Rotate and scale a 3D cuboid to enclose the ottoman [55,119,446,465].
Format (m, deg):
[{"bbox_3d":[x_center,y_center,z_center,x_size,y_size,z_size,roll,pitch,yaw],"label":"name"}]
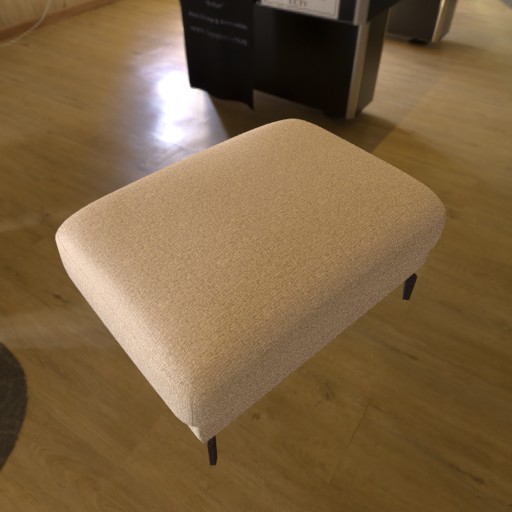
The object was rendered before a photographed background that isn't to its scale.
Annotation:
[{"bbox_3d":[0.000,0.000,1.094,0.772,0.420,0.568,-32,54,-27],"label":"ottoman"}]
